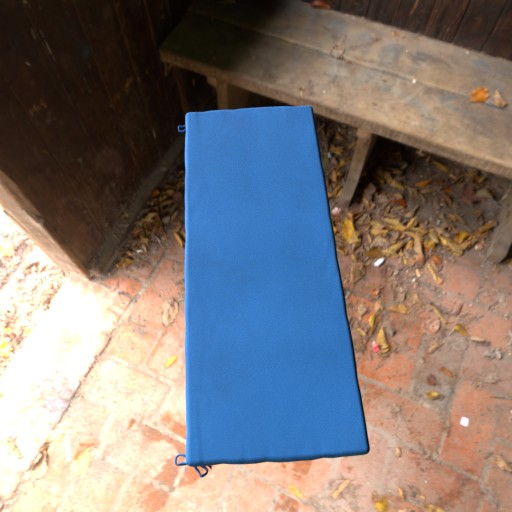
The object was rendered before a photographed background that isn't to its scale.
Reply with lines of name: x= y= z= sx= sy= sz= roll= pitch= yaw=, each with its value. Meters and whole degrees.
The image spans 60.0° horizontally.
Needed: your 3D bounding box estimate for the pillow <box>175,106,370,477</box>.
pillow: x=0.000 y=0.000 z=1.352 sx=0.492 sy=0.081 sz=1.187 roll=-4 pitch=64 yaw=-2
